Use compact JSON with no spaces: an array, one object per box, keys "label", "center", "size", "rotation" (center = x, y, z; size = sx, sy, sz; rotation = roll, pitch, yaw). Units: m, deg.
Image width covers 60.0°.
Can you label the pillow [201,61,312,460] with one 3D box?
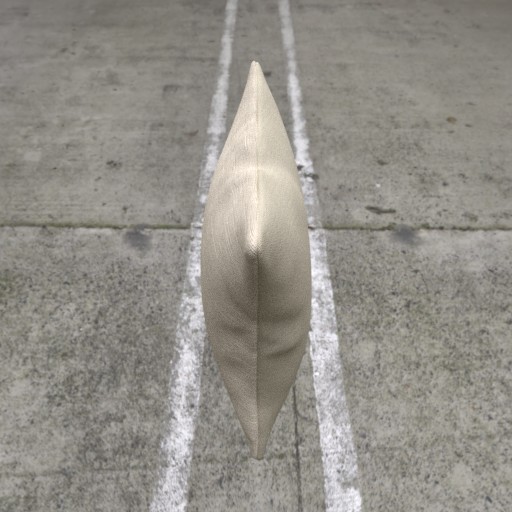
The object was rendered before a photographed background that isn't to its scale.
[{"label":"pillow","center":[0.000,0.000,0.657],"size":[0.162,0.420,0.437],"rotation":[0,42,0]}]
